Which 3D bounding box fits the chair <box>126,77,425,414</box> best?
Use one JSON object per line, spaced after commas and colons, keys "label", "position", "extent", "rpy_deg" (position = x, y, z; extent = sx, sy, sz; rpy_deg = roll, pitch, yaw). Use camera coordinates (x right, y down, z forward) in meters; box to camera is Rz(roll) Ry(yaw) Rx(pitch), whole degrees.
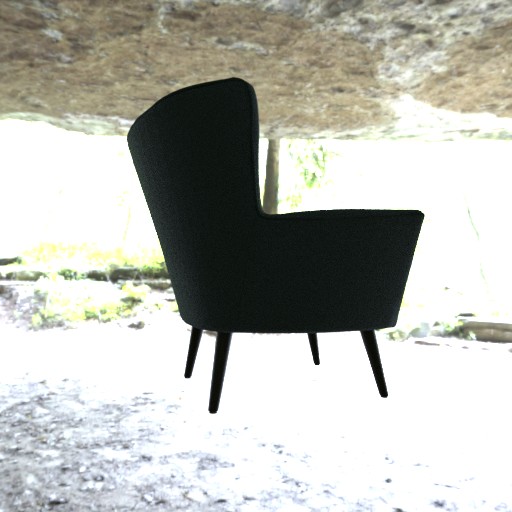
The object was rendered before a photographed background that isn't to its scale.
{"label": "chair", "position": [0.000, 0.000, 1.579], "extent": [0.888, 0.933, 0.781], "rpy_deg": [0, -1, -19]}
